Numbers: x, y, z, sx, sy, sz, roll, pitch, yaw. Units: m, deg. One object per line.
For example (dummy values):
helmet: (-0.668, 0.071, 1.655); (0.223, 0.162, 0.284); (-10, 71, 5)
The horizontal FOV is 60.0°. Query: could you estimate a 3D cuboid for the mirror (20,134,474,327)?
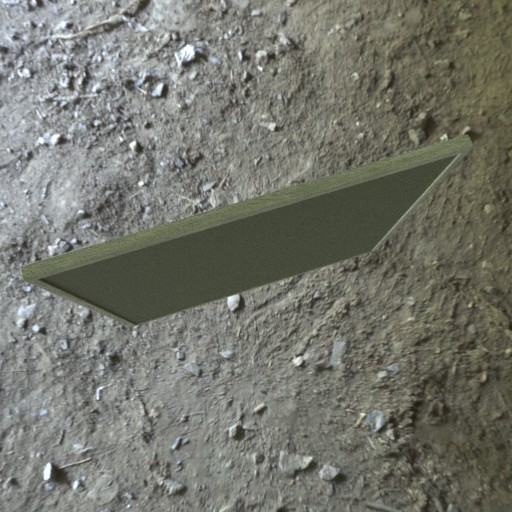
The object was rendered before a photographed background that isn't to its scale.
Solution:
mirror: (0.000, 0.000, 1.117); (0.839, 0.689, 0.028); (-17, 75, -5)
